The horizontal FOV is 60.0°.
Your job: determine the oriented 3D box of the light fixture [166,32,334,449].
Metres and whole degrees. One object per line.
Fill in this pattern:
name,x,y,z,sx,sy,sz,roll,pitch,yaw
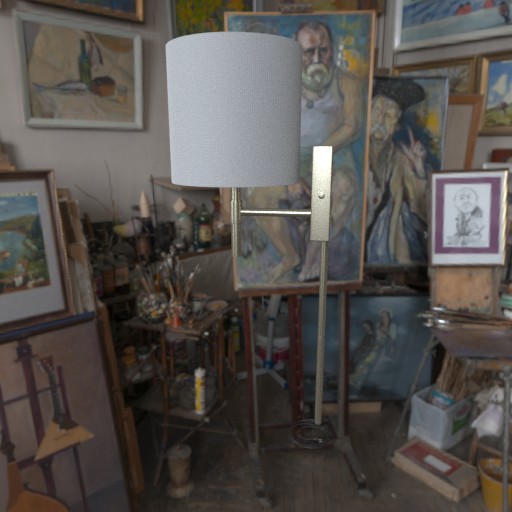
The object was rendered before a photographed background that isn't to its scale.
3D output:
light fixture,0.000,0.000,0.680,0.248,0.589,0.188,2,14,10
